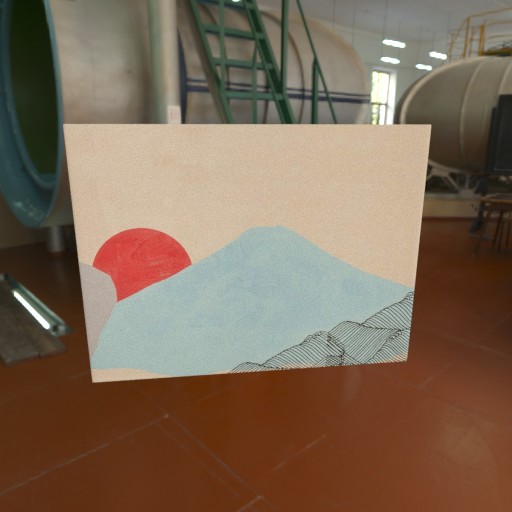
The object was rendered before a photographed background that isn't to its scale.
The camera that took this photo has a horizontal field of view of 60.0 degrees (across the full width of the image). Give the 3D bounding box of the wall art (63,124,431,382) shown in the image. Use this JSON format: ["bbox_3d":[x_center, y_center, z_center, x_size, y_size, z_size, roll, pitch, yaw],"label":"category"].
[{"bbox_3d":[0.000,0.000,1.602,1.219,0.912,0.042,-2,16,-7],"label":"wall art"}]
